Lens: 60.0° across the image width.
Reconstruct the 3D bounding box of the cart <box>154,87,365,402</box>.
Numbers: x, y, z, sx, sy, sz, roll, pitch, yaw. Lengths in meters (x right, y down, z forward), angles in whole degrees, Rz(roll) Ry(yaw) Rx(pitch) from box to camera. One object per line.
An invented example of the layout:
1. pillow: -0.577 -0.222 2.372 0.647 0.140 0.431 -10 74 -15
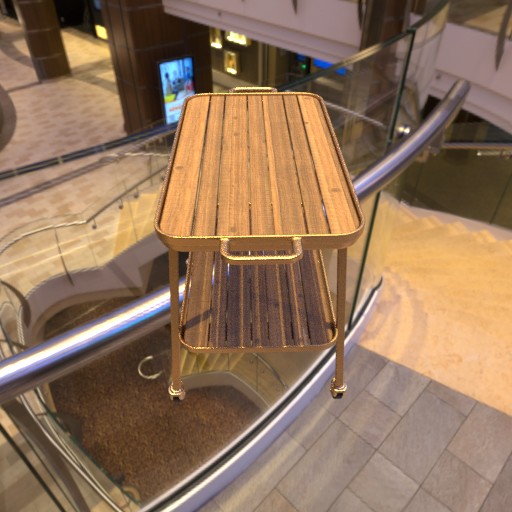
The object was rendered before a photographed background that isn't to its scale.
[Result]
1. cart: 0.000 0.000 1.303 0.524 0.700 0.806 -1 41 -1
